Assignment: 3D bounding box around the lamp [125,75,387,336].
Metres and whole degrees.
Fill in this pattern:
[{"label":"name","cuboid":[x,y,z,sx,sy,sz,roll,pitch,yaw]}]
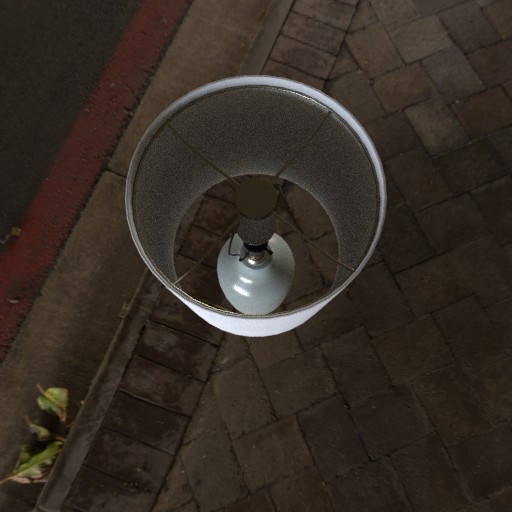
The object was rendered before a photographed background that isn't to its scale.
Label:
[{"label":"lamp","cuboid":[0.000,0.000,0.605,0.220,0.475,0.220,-35,79,-8]}]
